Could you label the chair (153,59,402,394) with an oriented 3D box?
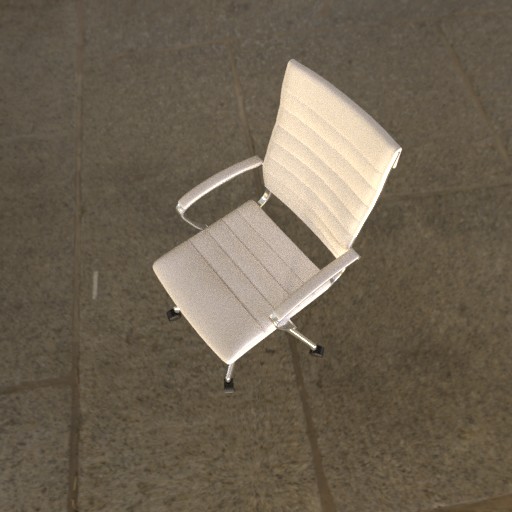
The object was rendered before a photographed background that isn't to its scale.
[{"bbox_3d":[0.000,0.000,1.658,0.739,1.149,0.766,-36,69,-16],"label":"chair"}]
